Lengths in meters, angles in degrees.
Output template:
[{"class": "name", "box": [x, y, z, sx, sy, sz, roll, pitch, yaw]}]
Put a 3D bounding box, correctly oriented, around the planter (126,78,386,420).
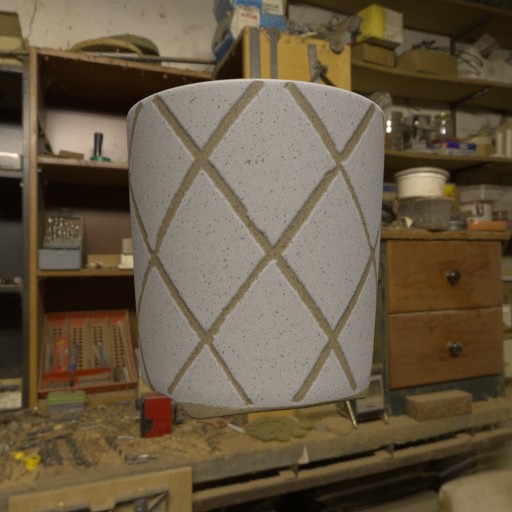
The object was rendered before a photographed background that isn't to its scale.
[{"class": "planter", "box": [0.000, 0.000, 0.405, 0.228, 0.235, 0.228, 0, 0, 0]}]
